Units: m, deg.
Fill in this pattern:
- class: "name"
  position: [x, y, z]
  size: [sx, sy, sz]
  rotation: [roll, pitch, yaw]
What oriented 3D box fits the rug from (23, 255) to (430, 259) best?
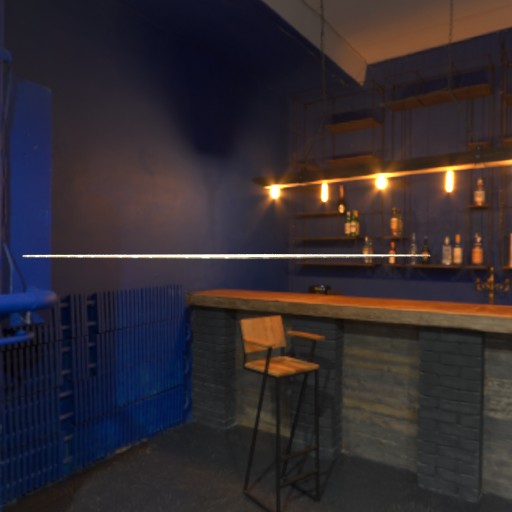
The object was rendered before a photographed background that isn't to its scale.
- class: "rug"
  position: [0.000, 0.000, 2.763]
  size: [1.524, 0.010, 2.134]
  rotation: [0, 0, 37]
